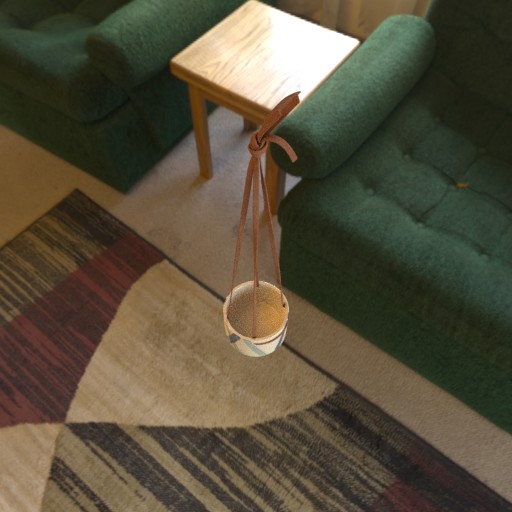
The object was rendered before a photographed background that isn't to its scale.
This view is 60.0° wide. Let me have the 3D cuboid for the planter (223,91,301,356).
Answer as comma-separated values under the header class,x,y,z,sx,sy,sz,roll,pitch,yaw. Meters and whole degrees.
class,x,y,z,sx,sy,sz,roll,pitch,yaw
planter,0.000,0.000,0.817,0.157,0.753,0.153,17,60,10
